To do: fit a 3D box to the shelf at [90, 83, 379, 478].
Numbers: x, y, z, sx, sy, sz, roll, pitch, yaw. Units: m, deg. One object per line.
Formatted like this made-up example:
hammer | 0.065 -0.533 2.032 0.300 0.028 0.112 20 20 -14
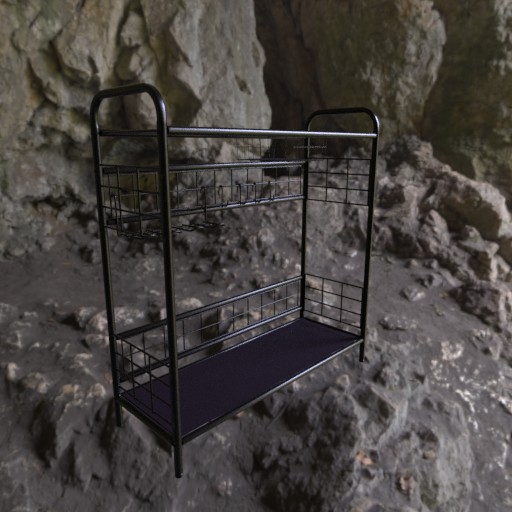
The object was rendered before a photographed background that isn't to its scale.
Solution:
shelf | 0.000 0.000 1.534 0.350 1.026 0.961 13 19 43
